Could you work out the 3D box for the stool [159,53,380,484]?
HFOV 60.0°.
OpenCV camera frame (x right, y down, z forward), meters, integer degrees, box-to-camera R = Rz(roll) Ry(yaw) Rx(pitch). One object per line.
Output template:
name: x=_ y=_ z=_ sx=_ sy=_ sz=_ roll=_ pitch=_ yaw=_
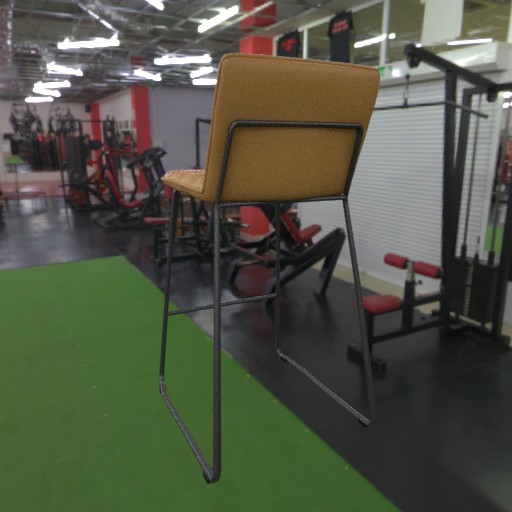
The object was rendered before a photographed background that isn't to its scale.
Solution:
stool: x=0.000 y=0.000 z=1.224 sx=0.489 sy=0.936 sz=0.524 roll=-7 pitch=16 yaw=-26
